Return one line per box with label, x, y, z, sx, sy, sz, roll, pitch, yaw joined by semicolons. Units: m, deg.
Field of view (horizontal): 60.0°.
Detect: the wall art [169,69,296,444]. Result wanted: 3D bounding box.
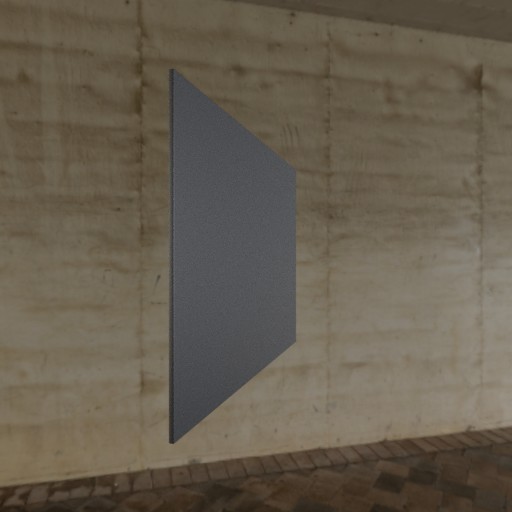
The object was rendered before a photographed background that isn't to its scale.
wall art;0.000;0.000;1.524;0.013;0.811;1.192;0;0;18
